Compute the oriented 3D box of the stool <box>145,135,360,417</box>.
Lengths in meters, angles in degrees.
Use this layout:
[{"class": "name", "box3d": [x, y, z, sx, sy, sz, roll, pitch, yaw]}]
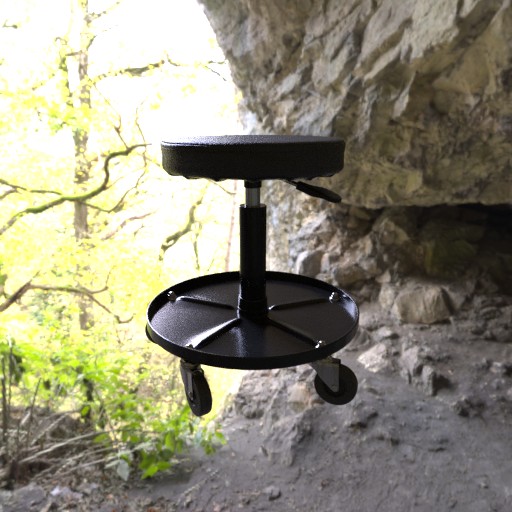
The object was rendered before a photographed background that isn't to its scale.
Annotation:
[{"class": "stool", "box3d": [0.000, 0.000, 0.707, 0.382, 0.365, 0.381, 9, 19, 27]}]
